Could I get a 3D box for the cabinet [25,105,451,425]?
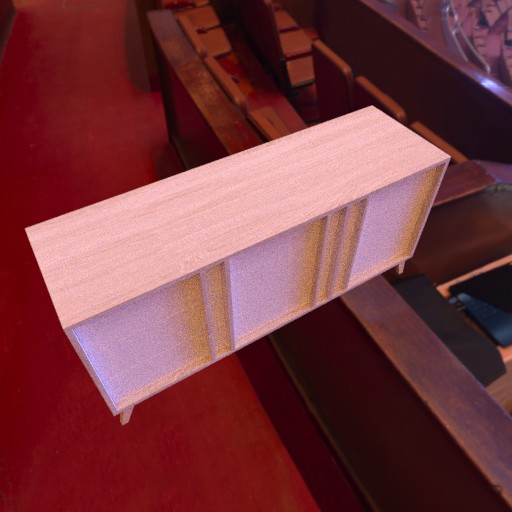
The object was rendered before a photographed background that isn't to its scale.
[{"bbox_3d":[0.000,0.000,2.034,1.649,0.780,0.500,-25,52,-21],"label":"cabinet"}]
